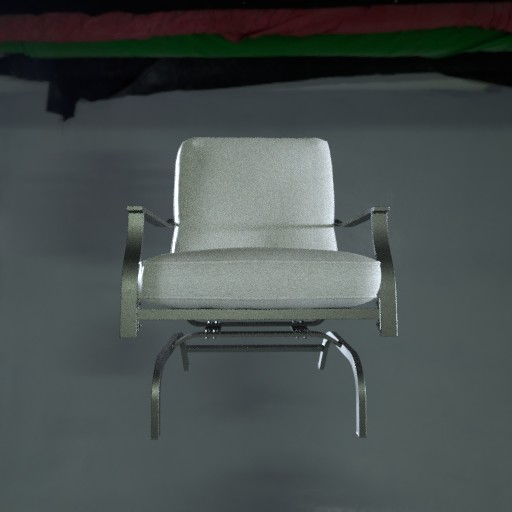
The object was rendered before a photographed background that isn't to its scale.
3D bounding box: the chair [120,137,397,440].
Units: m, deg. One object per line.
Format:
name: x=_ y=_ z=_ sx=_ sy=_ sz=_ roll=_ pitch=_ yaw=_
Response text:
chair: x=0.000 y=0.000 z=1.376 sx=0.650 sy=0.860 sz=0.787 roll=0 pitch=2 yaw=-1
